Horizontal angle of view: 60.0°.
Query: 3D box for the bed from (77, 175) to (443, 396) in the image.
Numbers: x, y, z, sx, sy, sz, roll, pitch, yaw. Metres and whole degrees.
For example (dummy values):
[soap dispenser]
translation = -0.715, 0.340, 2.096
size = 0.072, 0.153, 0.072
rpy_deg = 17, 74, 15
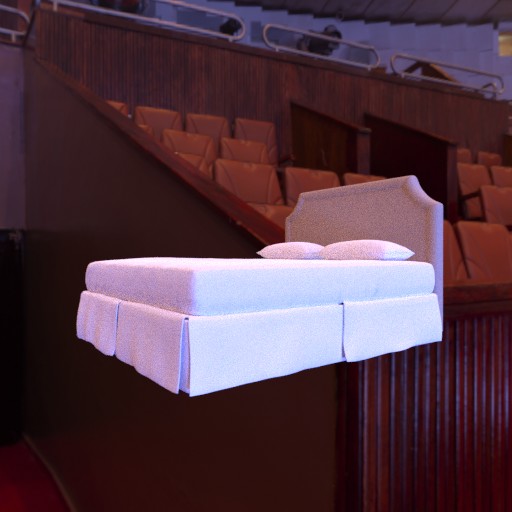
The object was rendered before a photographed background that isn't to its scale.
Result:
[bed]
translation = 0.000, 0.000, 4.219
size = 2.773, 1.590, 2.350
rpy_deg = 0, 0, -37
